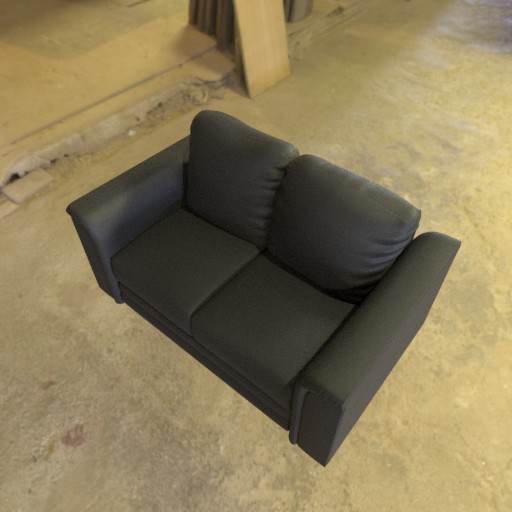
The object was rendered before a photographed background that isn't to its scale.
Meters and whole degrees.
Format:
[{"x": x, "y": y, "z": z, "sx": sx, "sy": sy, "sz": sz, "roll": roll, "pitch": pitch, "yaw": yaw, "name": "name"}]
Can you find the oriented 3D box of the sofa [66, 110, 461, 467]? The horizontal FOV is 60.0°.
[{"x": 0.000, "y": 0.000, "z": 1.947, "sx": 1.386, "sy": 0.845, "sz": 0.887, "roll": 31, "pitch": 54, "yaw": 26, "name": "sofa"}]
